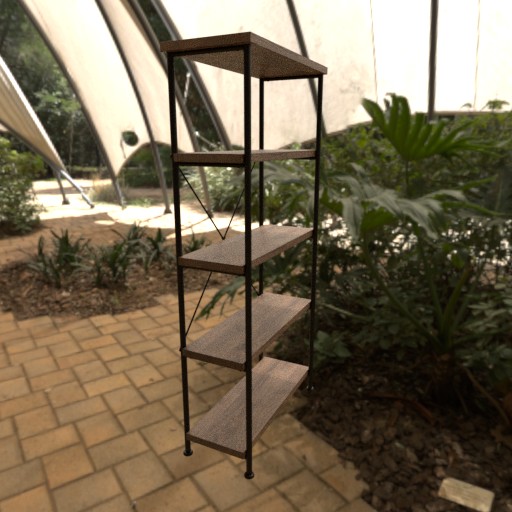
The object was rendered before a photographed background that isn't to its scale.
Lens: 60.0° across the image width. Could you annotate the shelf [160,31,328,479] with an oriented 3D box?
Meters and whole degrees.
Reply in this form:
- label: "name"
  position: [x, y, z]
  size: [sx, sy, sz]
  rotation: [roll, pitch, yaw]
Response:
- label: "shelf"
  position: [0.000, 0.000, 2.044]
  size: [0.360, 1.700, 0.800]
  rotation: [7, 16, 26]
